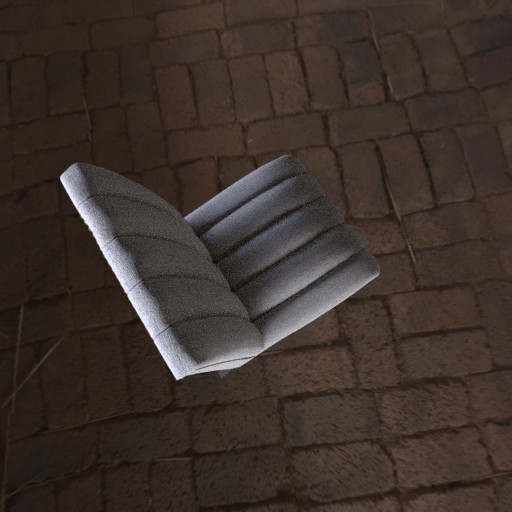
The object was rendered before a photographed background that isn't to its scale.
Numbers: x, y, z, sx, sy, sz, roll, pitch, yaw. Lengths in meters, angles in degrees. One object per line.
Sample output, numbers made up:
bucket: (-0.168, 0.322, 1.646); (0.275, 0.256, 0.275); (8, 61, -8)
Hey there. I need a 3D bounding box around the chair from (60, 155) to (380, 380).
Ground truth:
chair: (0.000, 0.000, 1.351); (0.647, 1.016, 0.511); (-32, 76, -9)
